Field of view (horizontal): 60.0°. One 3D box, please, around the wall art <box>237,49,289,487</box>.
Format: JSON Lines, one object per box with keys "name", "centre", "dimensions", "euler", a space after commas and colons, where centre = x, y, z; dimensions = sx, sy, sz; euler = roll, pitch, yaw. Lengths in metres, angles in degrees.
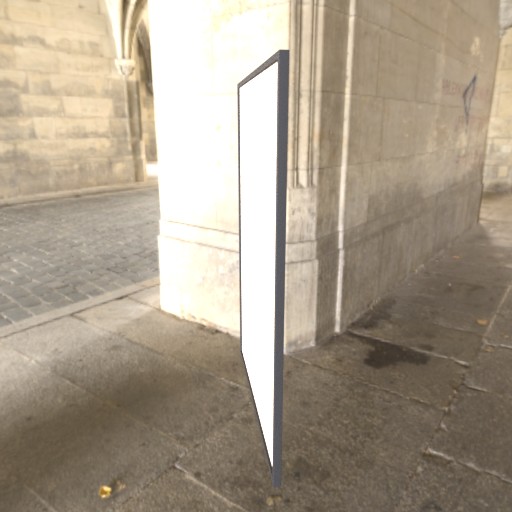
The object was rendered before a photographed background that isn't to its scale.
{"name": "wall art", "centre": [0.000, 0.000, 0.850], "dimensions": [0.013, 0.657, 0.457], "euler": [-2, 16, -8]}
